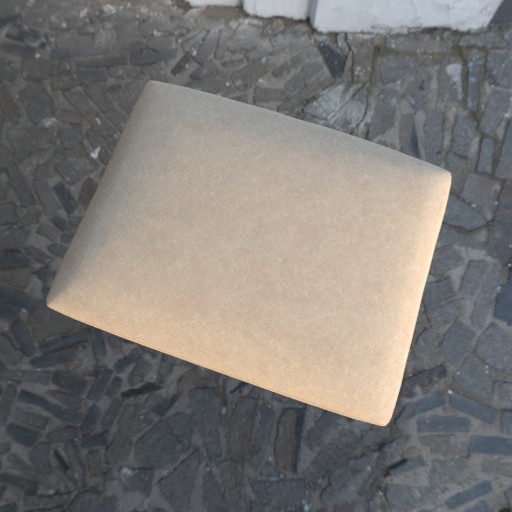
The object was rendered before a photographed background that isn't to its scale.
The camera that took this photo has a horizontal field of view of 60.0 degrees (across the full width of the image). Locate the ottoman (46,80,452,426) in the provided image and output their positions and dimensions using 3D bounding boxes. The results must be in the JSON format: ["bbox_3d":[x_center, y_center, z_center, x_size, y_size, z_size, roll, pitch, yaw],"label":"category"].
[{"bbox_3d":[0.000,0.000,1.114,0.741,0.513,0.584,18,77,5],"label":"ottoman"}]
